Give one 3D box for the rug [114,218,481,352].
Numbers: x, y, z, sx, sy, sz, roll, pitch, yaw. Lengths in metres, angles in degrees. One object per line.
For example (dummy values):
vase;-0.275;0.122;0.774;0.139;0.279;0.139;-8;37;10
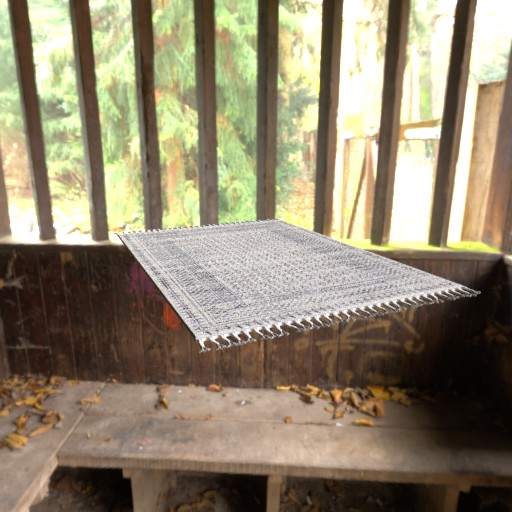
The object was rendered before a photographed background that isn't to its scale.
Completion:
rug;0.000;0.000;2.414;1.243;0.013;1.872;-7;17;-24
